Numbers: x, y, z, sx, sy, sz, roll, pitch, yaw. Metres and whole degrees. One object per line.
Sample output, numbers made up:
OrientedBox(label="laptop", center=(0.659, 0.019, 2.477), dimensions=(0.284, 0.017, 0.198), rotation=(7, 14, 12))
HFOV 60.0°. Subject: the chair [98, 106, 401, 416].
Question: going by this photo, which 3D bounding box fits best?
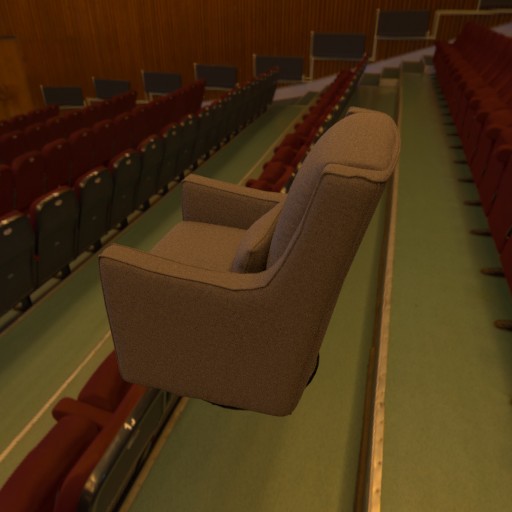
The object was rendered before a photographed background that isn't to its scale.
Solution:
OrientedBox(label="chair", center=(0.000, 0.000, 1.632), dimensions=(0.879, 0.993, 0.732), rotation=(8, 32, 13))
